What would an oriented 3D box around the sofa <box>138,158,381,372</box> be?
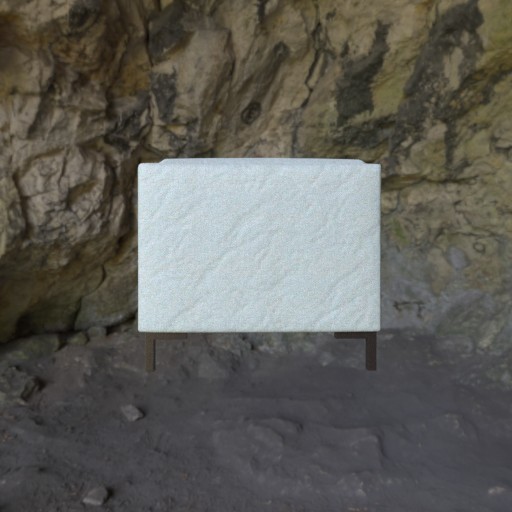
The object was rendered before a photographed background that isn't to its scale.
[{"bbox_3d":[0.000,0.000,2.422,0.796,0.705,2.102,0,1,-1],"label":"sofa"}]
